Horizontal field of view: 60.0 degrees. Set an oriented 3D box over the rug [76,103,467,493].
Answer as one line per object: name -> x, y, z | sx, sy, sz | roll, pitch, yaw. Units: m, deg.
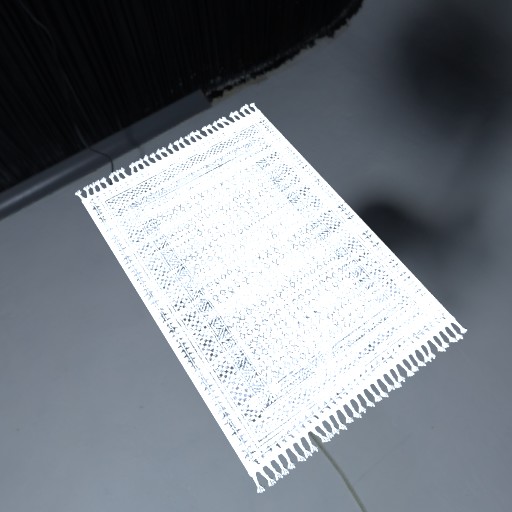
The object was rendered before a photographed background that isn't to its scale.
rug -> 0.000, 0.000, 2.341 | 1.243, 0.013, 1.872 | -32, 67, -15
